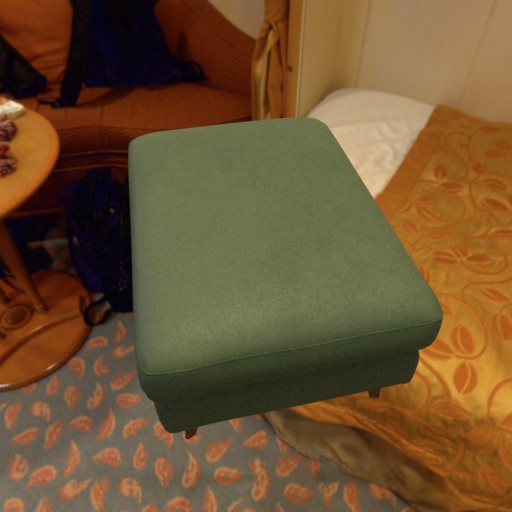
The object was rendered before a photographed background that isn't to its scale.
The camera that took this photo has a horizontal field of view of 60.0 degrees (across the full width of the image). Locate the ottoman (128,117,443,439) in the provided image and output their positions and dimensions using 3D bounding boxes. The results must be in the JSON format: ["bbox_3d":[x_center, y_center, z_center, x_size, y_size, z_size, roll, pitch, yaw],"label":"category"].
[{"bbox_3d":[0.000,0.000,1.180,0.608,0.449,0.811,-9,47,-9],"label":"ottoman"}]
